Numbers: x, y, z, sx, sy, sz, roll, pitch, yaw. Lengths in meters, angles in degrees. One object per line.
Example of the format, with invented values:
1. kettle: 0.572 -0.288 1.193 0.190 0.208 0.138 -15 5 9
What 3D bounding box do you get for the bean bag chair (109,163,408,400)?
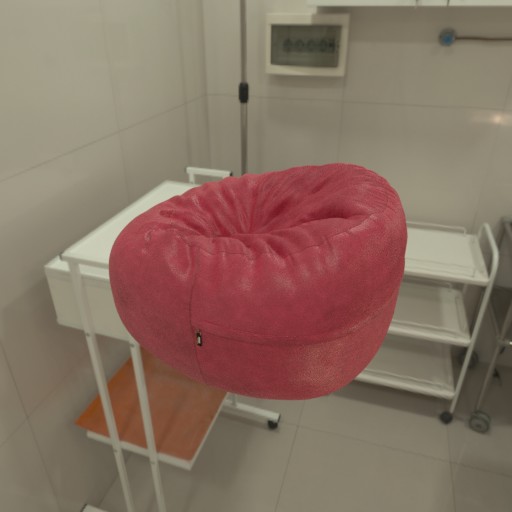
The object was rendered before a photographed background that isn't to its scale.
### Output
1. bean bag chair: 0.000 0.000 2.401 1.524 0.878 1.524 8 30 14
